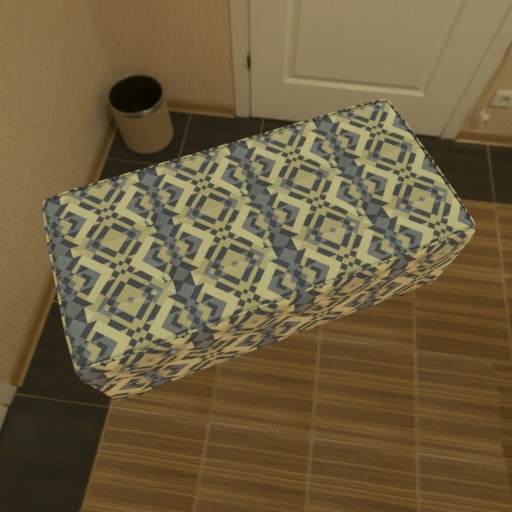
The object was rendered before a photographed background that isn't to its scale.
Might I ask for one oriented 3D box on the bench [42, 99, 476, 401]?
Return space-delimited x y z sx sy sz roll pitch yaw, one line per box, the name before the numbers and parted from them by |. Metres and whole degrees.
bench | 0.000 0.000 1.308 1.016 0.477 0.492 -19 65 -9
